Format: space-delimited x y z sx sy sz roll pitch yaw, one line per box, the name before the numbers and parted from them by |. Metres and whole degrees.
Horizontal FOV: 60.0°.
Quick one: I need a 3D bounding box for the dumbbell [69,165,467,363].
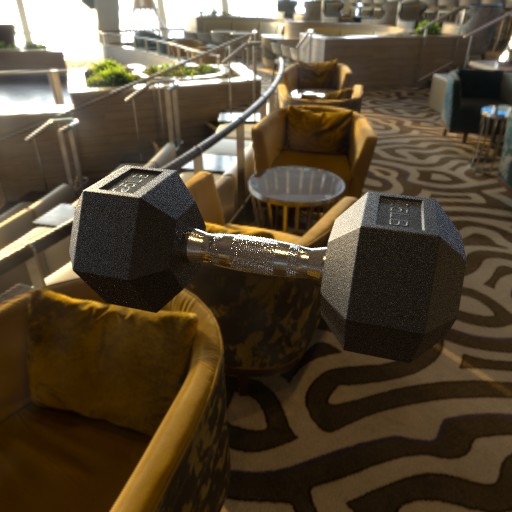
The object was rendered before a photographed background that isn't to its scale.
dumbbell | 0.000 0.000 0.378 0.315 0.113 0.129 9 32 14
